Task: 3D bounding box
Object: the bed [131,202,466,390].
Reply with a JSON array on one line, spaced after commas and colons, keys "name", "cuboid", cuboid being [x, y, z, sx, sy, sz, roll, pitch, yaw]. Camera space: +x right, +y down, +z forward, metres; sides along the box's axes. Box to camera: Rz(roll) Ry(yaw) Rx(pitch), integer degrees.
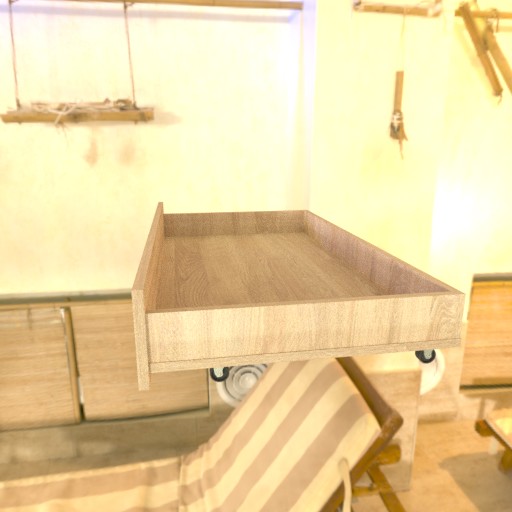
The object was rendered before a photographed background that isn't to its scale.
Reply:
[{"name": "bed", "cuboid": [0.000, 0.000, 1.441, 0.685, 0.209, 1.200, -2, 15, -9]}]
